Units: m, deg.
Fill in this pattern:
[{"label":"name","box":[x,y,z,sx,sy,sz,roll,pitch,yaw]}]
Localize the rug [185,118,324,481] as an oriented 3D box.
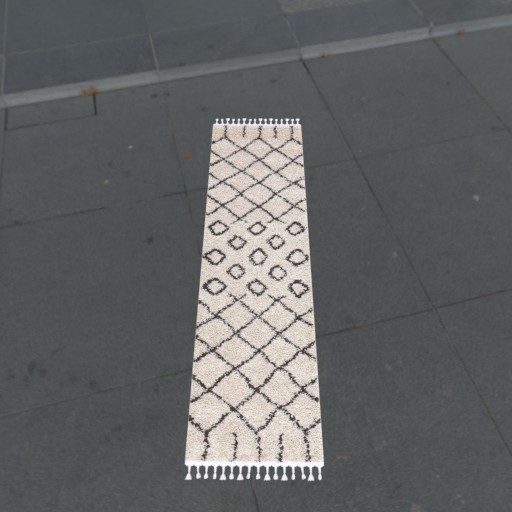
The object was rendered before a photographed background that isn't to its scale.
[{"label":"rug","box":[0.000,0.000,2.718,0.660,0.005,2.464,0,58,0]}]
